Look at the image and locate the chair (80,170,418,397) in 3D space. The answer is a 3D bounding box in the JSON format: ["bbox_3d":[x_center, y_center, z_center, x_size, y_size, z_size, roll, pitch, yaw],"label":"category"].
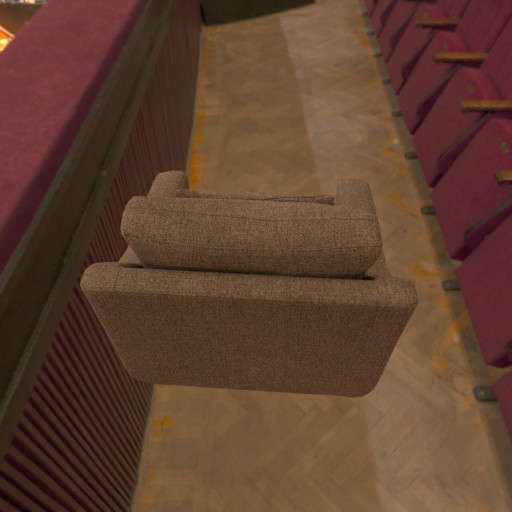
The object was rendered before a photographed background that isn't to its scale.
[{"bbox_3d":[0.000,0.000,2.032,1.138,1.037,1.009,3,46,3],"label":"chair"}]
